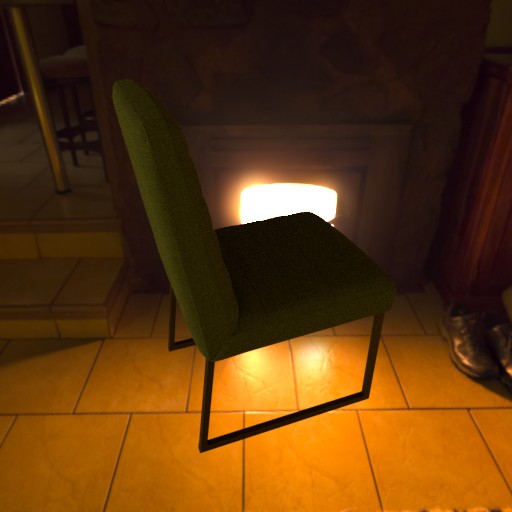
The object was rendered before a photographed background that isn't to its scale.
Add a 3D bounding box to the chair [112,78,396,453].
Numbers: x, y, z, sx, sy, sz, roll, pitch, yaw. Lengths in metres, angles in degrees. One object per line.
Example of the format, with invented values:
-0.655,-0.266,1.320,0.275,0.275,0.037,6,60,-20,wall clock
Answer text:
0.000,0.000,1.277,0.634,0.930,0.520,-11,32,-18,chair
